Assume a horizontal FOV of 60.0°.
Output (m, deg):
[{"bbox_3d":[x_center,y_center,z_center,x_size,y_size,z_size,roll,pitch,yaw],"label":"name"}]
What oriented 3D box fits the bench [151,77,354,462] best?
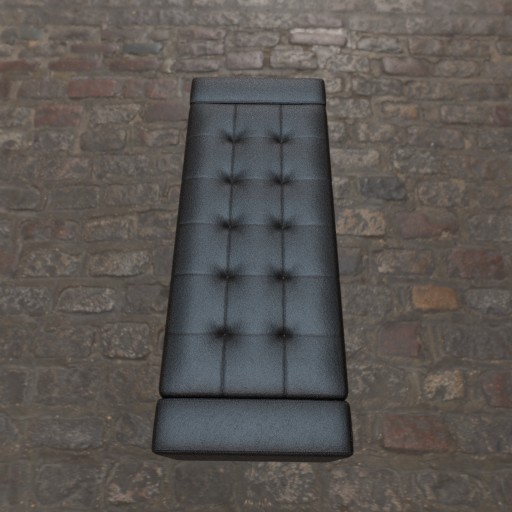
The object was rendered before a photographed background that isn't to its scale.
[{"bbox_3d":[0.000,0.000,1.551,0.508,0.445,1.296,1,63,0],"label":"bench"}]
